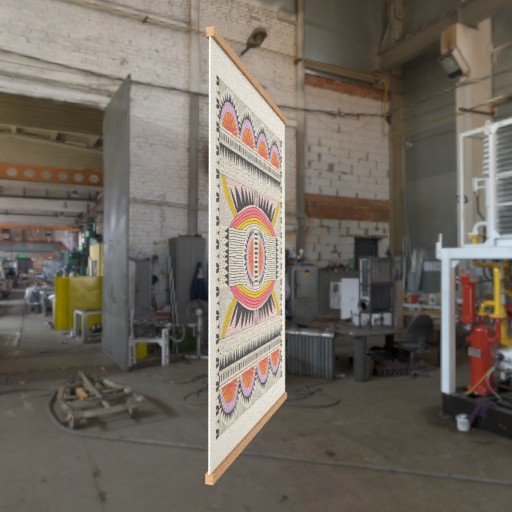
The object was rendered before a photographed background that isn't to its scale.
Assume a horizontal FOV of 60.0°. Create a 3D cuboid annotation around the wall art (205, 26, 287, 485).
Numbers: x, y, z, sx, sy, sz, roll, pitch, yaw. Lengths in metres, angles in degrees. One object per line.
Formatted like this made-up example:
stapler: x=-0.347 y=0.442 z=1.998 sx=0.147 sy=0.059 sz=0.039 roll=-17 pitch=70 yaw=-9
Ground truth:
wall art: x=0.000 y=0.000 z=1.958 sx=0.028 sy=1.533 sz=0.999 roll=0 pitch=-1 yaw=18
